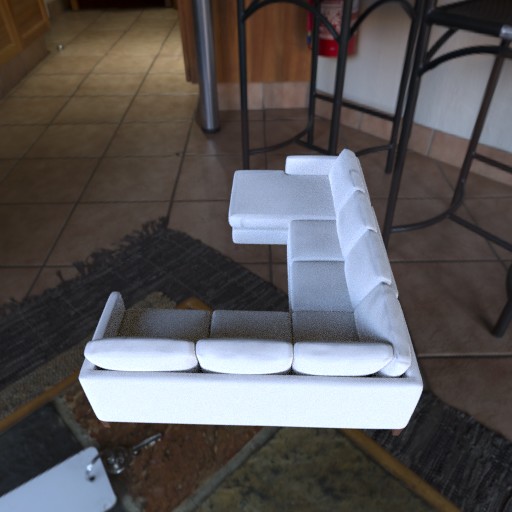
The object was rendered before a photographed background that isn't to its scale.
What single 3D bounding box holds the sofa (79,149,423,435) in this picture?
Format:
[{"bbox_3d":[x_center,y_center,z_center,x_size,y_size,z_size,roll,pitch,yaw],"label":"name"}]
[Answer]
[{"bbox_3d":[0.000,0.000,4.690,2.593,0.956,3.459,1,41,1],"label":"sofa"}]
